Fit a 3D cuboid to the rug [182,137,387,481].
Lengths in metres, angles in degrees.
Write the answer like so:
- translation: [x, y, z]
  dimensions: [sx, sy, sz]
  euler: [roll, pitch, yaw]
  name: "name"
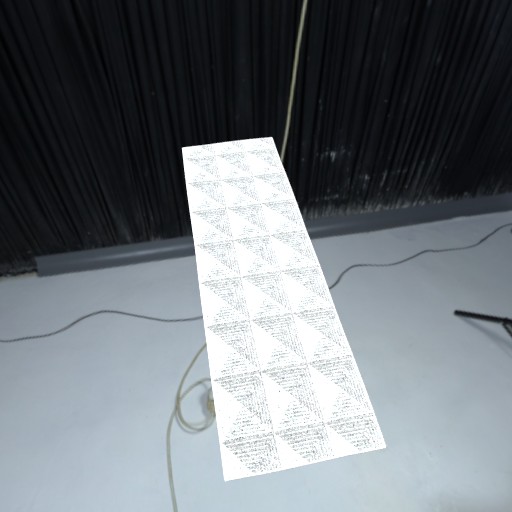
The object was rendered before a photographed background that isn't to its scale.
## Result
- translation: [0.000, 0.000, 2.407]
  dimensions: [0.645, 0.015, 2.182]
  euler: [-8, 49, -7]
  name: "rug"
